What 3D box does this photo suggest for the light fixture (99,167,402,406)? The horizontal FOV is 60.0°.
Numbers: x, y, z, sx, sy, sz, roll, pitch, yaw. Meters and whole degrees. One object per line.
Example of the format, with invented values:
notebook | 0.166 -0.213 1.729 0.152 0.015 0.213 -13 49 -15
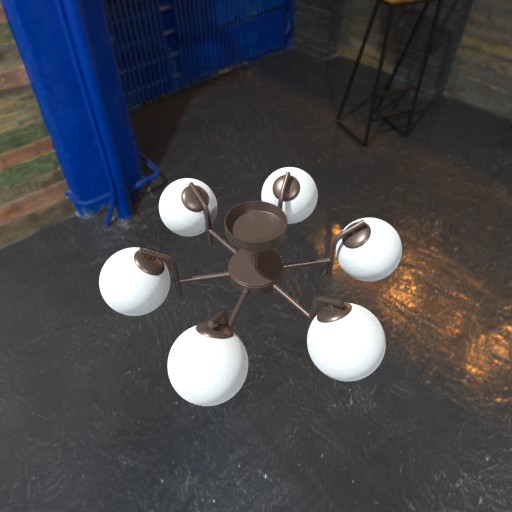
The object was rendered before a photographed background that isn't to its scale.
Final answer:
light fixture | 0.000 0.000 0.950 0.662 0.201 0.662 0 46 0
